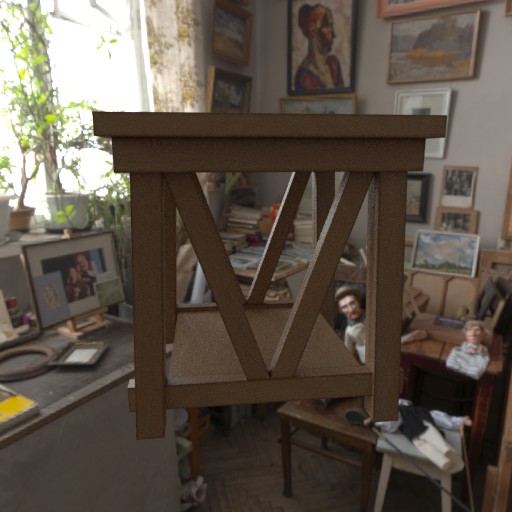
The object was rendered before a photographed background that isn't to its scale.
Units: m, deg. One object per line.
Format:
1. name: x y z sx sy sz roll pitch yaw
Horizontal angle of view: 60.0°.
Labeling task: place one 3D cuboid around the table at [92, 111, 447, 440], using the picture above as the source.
1. table: 0.000 0.000 1.120 0.612 0.638 0.610 -2 13 -7
